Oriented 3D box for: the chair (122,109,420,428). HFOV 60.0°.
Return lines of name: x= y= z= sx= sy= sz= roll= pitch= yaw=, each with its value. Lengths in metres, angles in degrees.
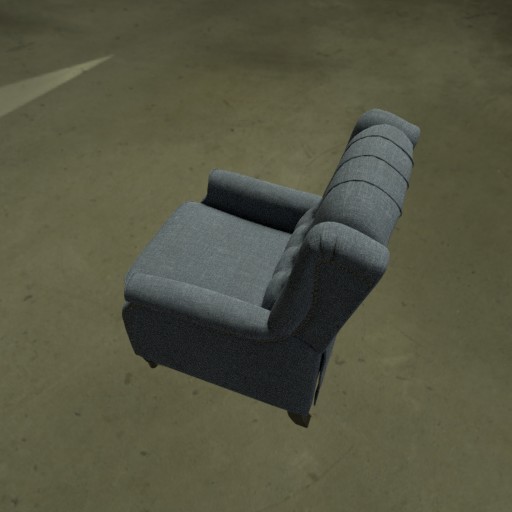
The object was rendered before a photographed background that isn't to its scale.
chair: x=0.000 y=0.000 z=1.643 sx=0.898 sy=1.035 sz=0.742 roll=16 pitch=48 yaw=14
